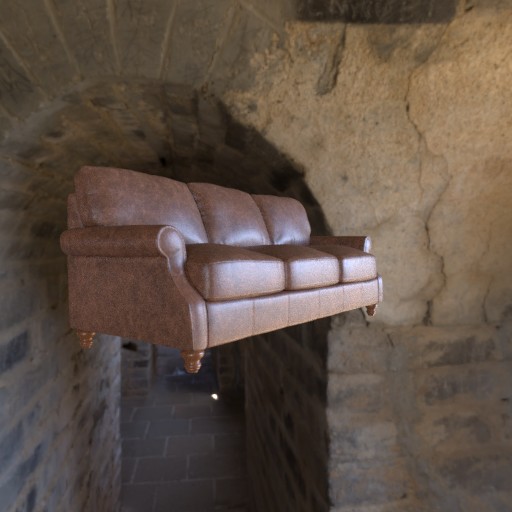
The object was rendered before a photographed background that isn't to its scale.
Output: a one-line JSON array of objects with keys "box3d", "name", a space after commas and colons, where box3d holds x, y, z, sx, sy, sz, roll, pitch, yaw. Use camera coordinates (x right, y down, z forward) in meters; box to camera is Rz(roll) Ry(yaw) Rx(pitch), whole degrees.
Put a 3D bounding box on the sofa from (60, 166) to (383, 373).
[{"box3d": [0.000, 0.000, 2.973, 0.973, 0.977, 2.351, 1, 1, 36], "name": "sofa"}]
